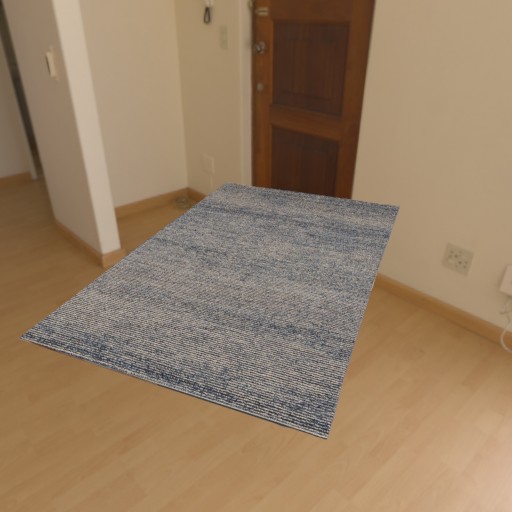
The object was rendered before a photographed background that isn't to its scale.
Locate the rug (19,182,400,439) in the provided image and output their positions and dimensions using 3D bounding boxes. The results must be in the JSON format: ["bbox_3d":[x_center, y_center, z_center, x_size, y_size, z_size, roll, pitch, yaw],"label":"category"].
[{"bbox_3d":[0.000,0.000,2.155,1.159,0.025,1.793,11,31,19],"label":"rug"}]
